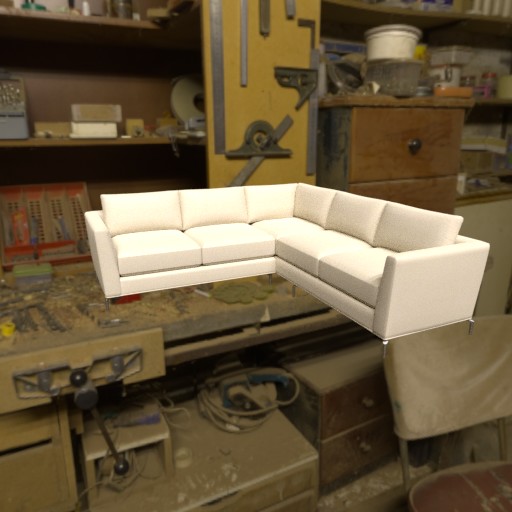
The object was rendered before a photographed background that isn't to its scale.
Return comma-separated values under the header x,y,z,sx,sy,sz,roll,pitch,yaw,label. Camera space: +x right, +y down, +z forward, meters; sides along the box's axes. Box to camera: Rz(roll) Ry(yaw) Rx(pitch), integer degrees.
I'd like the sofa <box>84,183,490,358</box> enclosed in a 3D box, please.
x,y,z,sx,sy,sz,roll,pitch,yaw,label
0.000,0.000,3.655,2.430,0.867,2.448,-7,18,-24,sofa
